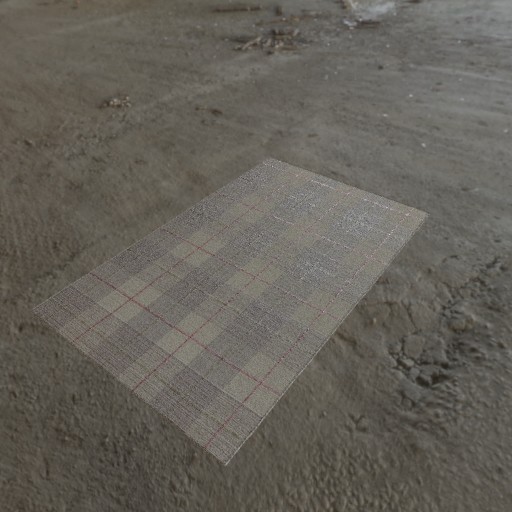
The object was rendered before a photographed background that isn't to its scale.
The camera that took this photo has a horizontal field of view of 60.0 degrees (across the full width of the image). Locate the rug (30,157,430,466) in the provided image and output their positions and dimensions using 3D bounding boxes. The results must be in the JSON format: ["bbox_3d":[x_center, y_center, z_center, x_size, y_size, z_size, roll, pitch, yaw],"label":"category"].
[{"bbox_3d":[0.000,0.000,3.052,1.549,0.010,2.464,26,47,27],"label":"rug"}]
